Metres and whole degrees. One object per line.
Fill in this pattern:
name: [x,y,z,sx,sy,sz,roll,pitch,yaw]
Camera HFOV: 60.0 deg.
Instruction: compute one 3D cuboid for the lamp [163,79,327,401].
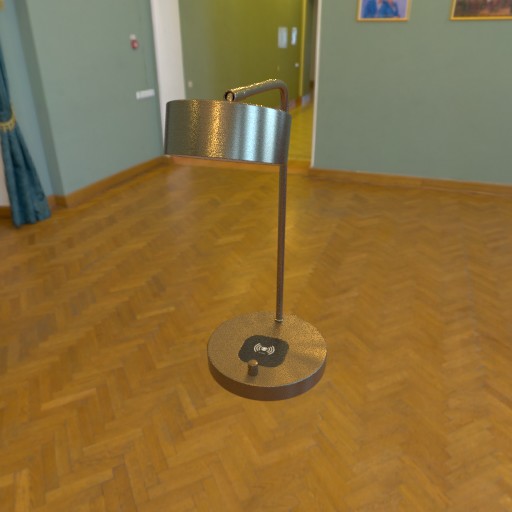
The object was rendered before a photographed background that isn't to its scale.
lamp: [0.000,0.000,0.519,0.171,0.380,0.270,8,27,16]
